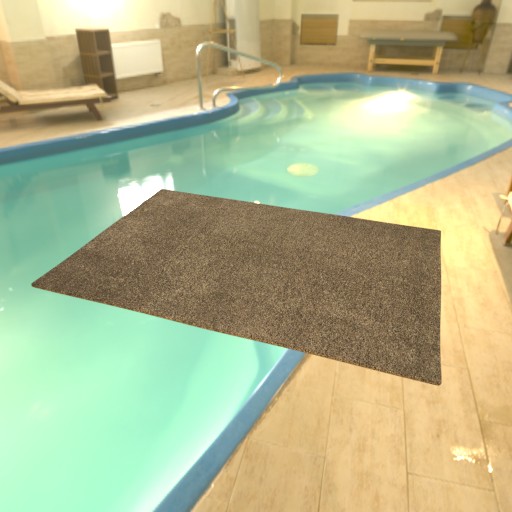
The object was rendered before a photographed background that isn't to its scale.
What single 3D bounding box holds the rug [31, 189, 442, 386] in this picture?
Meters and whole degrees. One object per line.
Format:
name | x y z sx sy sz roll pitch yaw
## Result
rug | 0.000 0.000 3.431 2.699 0.026 1.802 10 33 17
